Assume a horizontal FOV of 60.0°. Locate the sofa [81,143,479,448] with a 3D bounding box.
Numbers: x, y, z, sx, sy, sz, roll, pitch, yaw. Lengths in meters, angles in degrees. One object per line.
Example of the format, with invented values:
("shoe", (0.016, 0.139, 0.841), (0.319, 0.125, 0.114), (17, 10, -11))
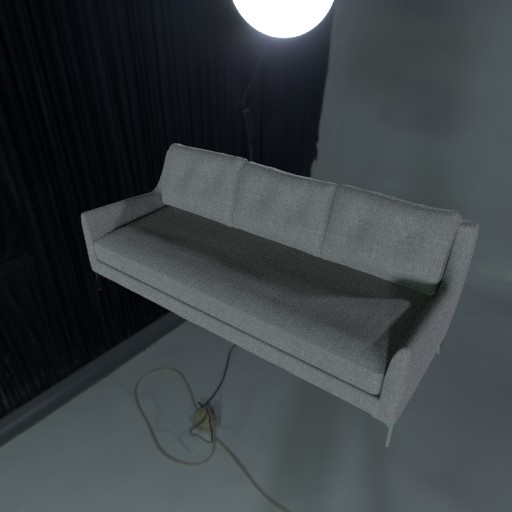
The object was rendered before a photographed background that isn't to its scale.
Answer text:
("sofa", (0.000, 0.000, 2.499), (2.060, 0.837, 0.849), (21, 36, 31))
